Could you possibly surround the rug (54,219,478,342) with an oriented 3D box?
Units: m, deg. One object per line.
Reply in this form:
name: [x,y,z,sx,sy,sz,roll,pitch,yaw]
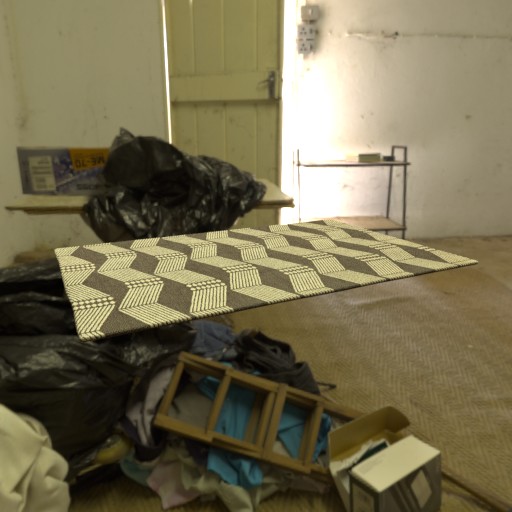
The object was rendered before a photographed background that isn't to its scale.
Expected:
rug: [0.000,0.000,2.275,1.833,0.016,1.210,-8,18,-26]
